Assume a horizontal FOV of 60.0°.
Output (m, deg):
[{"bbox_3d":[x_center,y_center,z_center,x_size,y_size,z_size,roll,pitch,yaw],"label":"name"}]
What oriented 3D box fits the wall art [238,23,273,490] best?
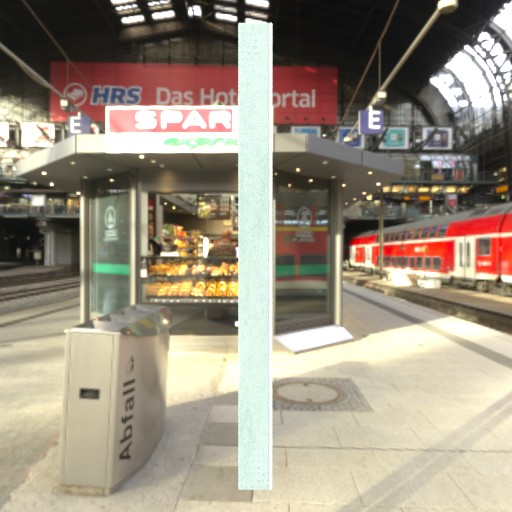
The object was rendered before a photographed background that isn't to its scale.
[{"bbox_3d":[0.000,0.000,0.687,0.037,0.509,0.409,0,0,0],"label":"wall art"}]
